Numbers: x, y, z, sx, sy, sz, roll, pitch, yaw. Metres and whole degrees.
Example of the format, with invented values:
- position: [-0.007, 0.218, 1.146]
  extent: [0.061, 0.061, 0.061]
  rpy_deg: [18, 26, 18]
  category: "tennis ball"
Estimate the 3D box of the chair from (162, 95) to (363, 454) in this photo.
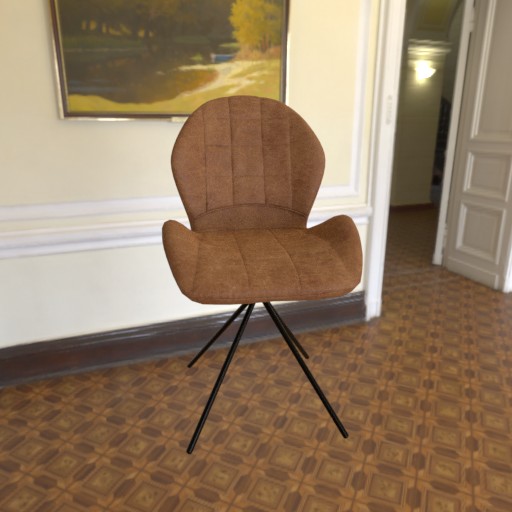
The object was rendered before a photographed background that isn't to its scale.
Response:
- position: [0.000, 0.000, 1.321]
  extent: [0.527, 0.929, 0.640]
  rpy_deg: [-2, 17, -8]
  category: "chair"
